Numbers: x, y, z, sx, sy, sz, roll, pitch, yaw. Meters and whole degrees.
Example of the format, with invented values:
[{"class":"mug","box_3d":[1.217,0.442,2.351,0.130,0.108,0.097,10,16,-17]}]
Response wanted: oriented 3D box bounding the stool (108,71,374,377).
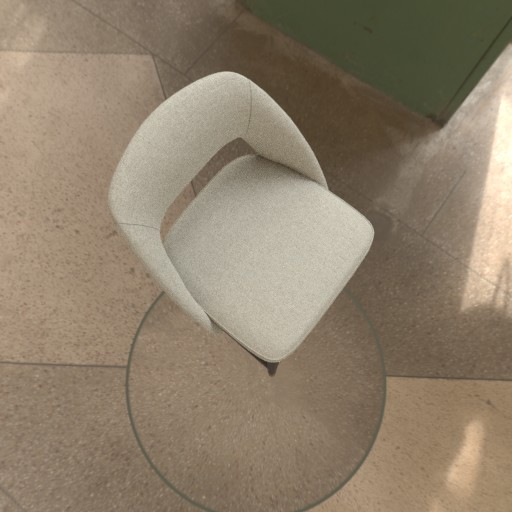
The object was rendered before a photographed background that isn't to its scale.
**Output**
[{"class":"stool","box_3d":[0.000,0.000,1.251,0.509,0.940,0.494,37,78,9]}]
